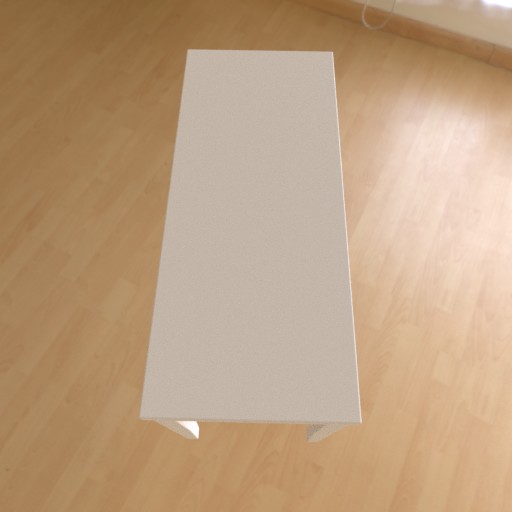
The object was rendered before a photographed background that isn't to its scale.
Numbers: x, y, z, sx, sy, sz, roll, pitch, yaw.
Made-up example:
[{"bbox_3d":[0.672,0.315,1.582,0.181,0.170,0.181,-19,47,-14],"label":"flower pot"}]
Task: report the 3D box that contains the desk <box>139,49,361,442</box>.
[{"bbox_3d":[0.000,0.000,1.623,0.508,0.775,1.220,1,64,1],"label":"desk"}]
